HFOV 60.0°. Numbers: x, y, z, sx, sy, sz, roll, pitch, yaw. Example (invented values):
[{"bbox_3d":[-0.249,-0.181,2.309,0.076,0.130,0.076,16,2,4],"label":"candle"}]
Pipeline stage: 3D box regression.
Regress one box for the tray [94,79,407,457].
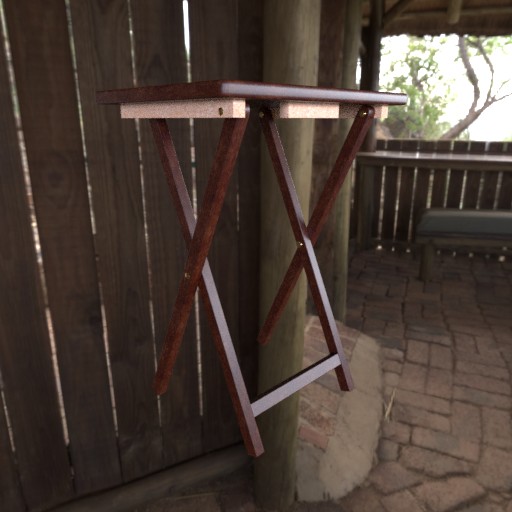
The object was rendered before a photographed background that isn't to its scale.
[{"bbox_3d":[0.000,0.000,0.953,0.483,0.660,0.381,-16,23,-42],"label":"tray"}]
